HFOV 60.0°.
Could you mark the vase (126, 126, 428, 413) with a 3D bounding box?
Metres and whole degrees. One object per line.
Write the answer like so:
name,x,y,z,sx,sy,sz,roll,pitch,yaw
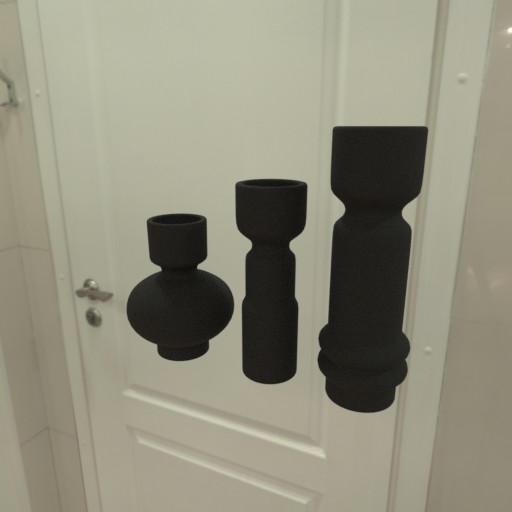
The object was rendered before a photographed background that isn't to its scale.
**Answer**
vase,0.000,0.000,0.442,0.307,0.249,0.120,8,18,25
